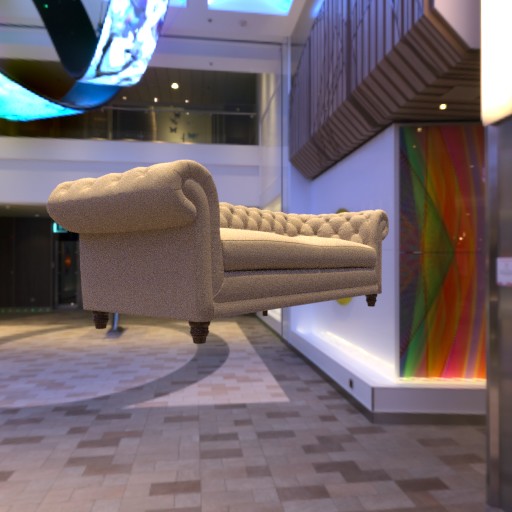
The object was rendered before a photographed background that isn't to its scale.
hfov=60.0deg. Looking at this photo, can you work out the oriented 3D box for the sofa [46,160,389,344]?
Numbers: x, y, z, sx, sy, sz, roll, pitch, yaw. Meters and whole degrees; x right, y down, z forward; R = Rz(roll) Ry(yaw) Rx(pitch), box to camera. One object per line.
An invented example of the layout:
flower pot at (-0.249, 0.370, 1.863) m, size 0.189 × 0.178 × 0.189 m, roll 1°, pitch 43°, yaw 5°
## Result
sofa at (0.000, 0.000, 3.182) m, size 1.076 × 0.847 × 2.694 m, roll -1°, pitch -1°, yaw 36°
